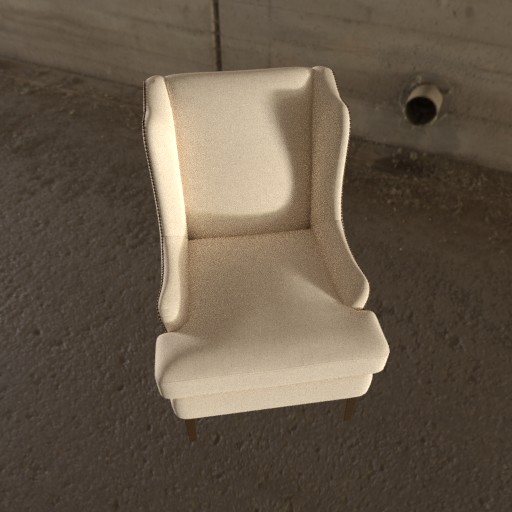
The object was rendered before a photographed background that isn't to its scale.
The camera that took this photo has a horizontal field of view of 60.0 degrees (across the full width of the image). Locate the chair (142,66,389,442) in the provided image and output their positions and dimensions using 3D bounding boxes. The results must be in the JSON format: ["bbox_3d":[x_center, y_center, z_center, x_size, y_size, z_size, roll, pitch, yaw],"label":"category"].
[{"bbox_3d":[0.000,0.000,1.638,0.737,1.029,0.940,-6,46,-5],"label":"chair"}]
